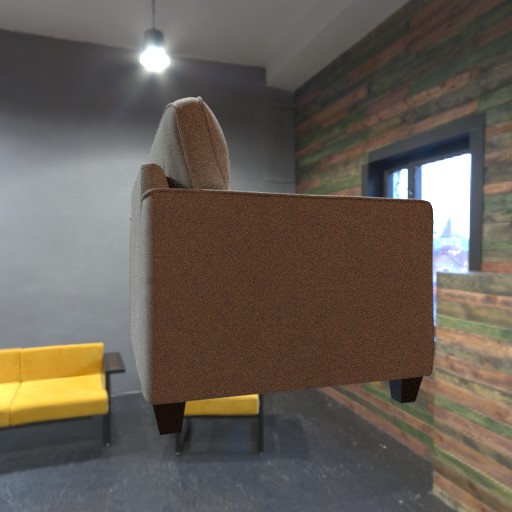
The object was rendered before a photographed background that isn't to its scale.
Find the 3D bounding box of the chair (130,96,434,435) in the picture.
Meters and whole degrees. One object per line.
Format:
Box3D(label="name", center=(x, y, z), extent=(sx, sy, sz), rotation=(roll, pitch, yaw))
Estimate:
Box3D(label="chair", center=(0.000, 0.000, 1.764), extent=(0.939, 0.965, 1.015), rotation=(0, 1, -18))
